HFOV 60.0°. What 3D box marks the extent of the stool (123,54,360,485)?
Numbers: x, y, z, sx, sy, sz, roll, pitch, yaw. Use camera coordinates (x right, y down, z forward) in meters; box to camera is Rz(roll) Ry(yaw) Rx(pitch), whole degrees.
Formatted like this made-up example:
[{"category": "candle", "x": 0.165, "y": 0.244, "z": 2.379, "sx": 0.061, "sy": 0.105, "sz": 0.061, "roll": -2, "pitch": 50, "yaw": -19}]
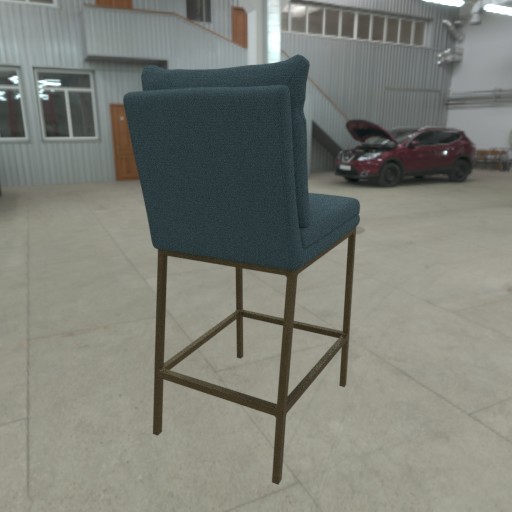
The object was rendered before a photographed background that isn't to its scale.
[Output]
[{"category": "stool", "x": 0.000, "y": 0.000, "z": 1.316, "sx": 0.463, "sy": 1.032, "sz": 0.568, "roll": 9, "pitch": 18, "yaw": 27}]
